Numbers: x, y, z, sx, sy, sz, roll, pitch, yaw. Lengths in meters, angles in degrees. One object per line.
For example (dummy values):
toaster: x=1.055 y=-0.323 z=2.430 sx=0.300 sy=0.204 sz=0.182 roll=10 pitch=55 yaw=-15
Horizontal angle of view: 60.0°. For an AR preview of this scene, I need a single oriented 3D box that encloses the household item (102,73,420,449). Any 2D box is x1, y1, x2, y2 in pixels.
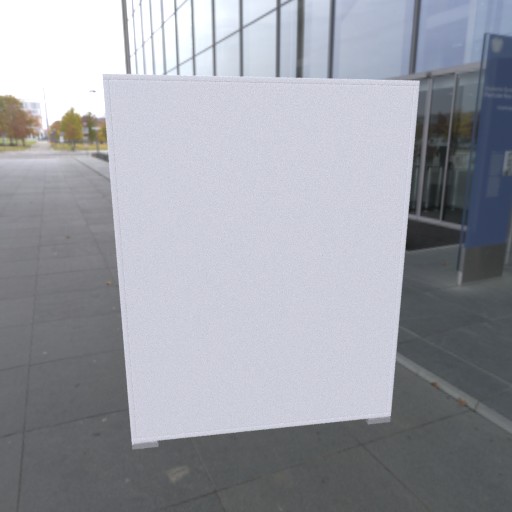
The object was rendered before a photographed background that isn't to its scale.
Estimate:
household item: x=0.000 y=0.000 z=1.411 sx=0.790 sy=1.010 sz=0.420 roll=-2 pitch=15 yaw=-9
